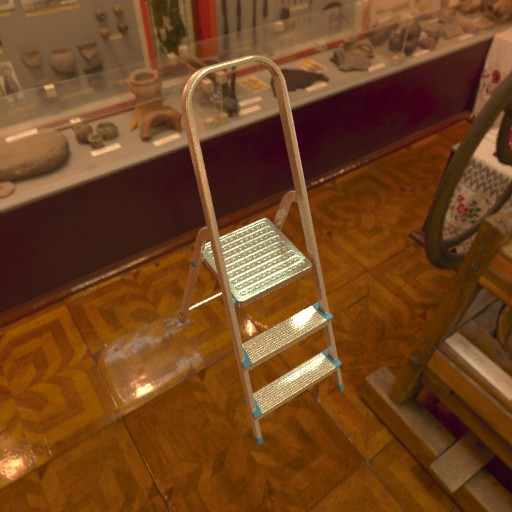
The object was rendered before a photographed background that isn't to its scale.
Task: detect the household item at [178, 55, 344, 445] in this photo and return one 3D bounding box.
[{"bbox_3d":[0.000,0.000,1.485,0.420,1.215,0.687,-25,52,-22],"label":"household item"}]
